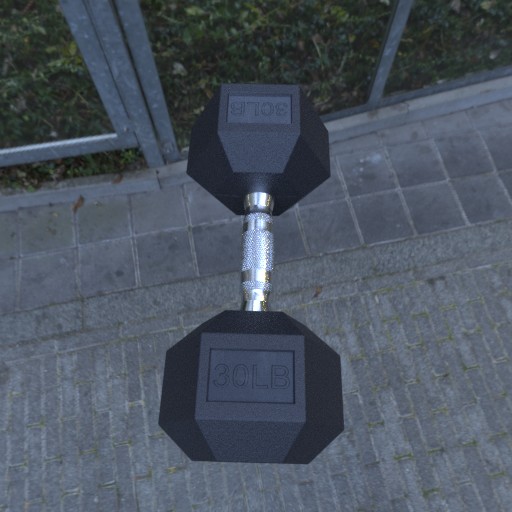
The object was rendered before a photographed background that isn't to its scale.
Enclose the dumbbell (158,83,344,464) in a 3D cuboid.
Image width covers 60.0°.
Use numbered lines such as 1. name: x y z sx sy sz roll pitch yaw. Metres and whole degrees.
1. dumbbell: 0.000 0.000 0.398 0.142 0.123 0.337 1 65 1
